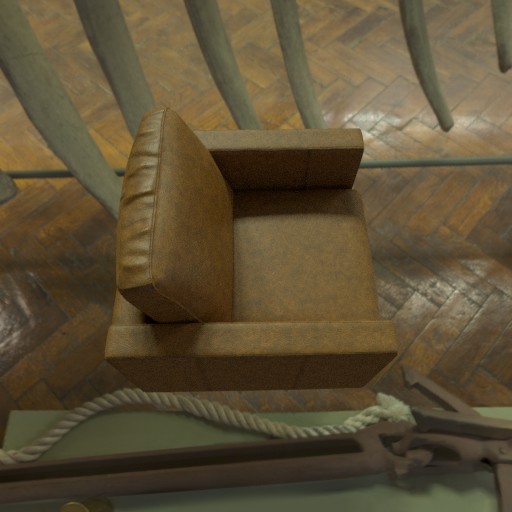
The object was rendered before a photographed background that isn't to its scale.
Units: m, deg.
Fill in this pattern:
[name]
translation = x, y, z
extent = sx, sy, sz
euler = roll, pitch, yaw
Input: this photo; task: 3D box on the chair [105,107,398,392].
[chair]
translation = 0.000, 0.000, 1.690
extent = 0.909, 0.956, 0.890
euler = -1, 63, 0
